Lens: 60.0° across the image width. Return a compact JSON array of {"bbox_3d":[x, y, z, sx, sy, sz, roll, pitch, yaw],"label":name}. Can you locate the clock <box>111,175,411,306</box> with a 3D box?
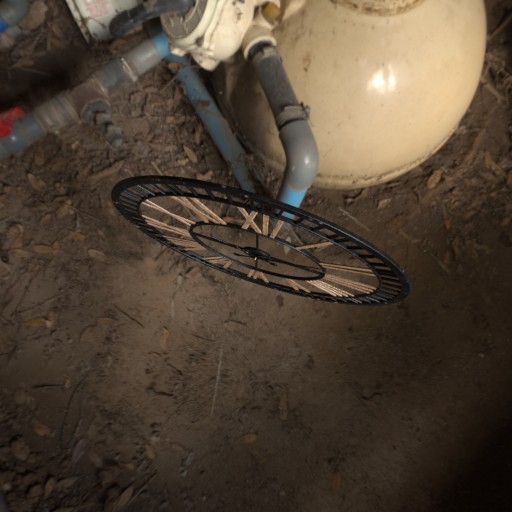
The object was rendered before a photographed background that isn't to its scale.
[{"bbox_3d":[0.000,0.000,1.254,0.843,0.843,0.025,18,76,5],"label":"clock"}]
